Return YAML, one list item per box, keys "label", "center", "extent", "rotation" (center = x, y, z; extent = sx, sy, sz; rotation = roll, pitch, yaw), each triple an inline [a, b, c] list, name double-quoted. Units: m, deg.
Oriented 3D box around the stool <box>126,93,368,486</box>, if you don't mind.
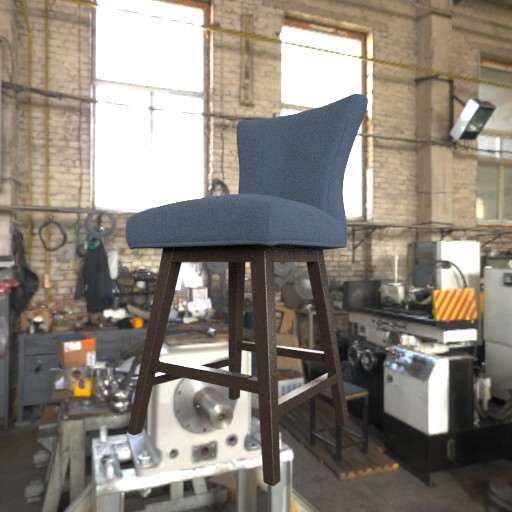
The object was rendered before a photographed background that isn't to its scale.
- label: "stool"
  center: [0.000, 0.000, 1.318]
  extent: [0.514, 1.000, 0.574]
  rotation: [-1, -1, 36]
